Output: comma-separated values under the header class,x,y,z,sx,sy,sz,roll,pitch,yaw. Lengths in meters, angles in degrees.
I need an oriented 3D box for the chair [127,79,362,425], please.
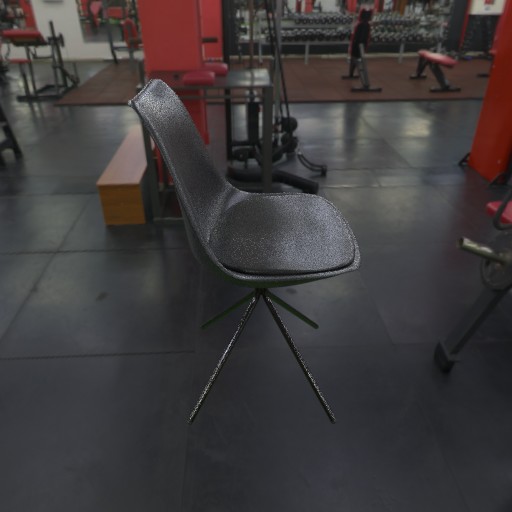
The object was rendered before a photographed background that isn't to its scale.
class,x,y,z,sx,sy,sz,roll,pitch,yaw
chair,0.000,0.000,1.179,0.525,0.850,0.461,0,32,0
